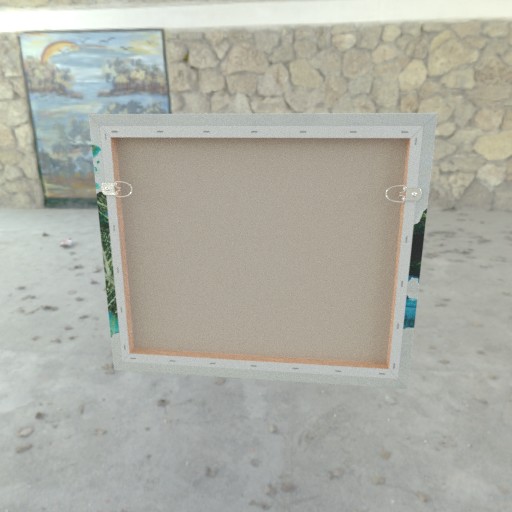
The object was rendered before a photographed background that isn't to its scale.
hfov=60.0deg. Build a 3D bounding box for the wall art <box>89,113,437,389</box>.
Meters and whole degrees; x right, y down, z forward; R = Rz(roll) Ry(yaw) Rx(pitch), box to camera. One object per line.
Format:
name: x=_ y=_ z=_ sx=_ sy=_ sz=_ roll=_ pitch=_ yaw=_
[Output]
wall art: x=0.000 y=0.000 z=0.998 sx=0.711 sy=0.610 sz=0.043 roll=2 pitch=16 yaw=7
